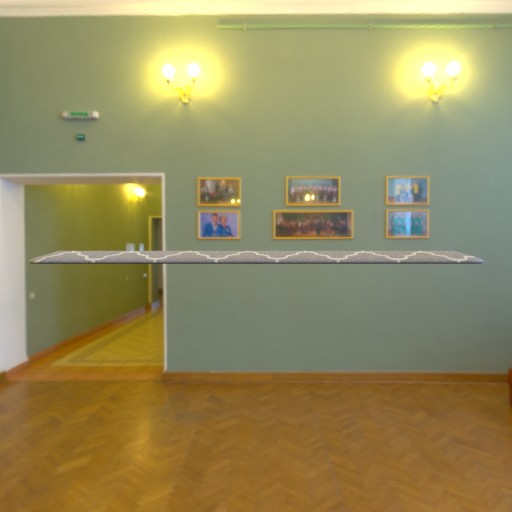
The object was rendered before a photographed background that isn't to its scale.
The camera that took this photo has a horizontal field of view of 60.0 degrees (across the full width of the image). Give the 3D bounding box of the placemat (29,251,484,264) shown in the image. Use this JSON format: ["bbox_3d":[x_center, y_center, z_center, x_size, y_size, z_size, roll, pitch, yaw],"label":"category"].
[{"bbox_3d":[0.000,0.000,0.966,0.762,0.021,0.508,0,0,0],"label":"placemat"}]
